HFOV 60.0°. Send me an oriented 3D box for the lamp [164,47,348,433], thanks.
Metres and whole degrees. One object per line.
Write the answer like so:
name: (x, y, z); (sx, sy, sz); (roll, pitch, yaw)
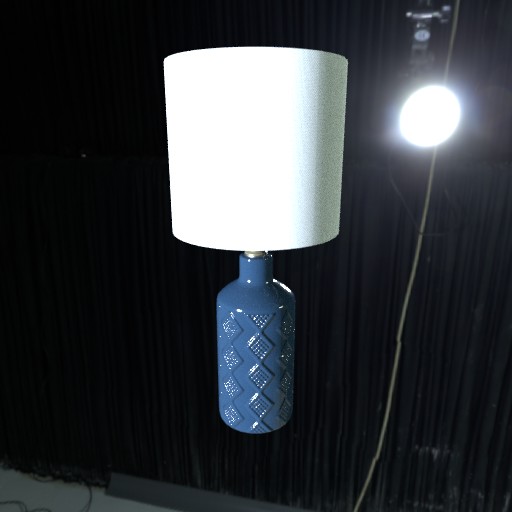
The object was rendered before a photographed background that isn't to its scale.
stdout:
lamp: (0.000, 0.000, 0.572); (0.207, 0.461, 0.207); (2, 16, 8)
